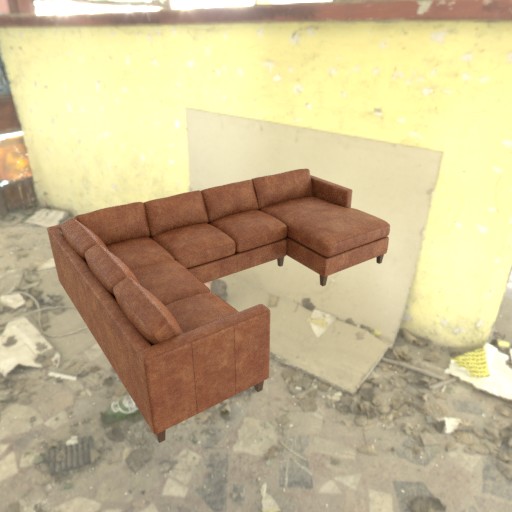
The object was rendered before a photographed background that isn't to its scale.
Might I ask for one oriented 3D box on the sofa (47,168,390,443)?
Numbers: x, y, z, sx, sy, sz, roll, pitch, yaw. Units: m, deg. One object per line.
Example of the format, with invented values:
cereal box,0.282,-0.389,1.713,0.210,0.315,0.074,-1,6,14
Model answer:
sofa,0.000,0.000,4.457,3.324,0.888,2.452,-18,32,-31
